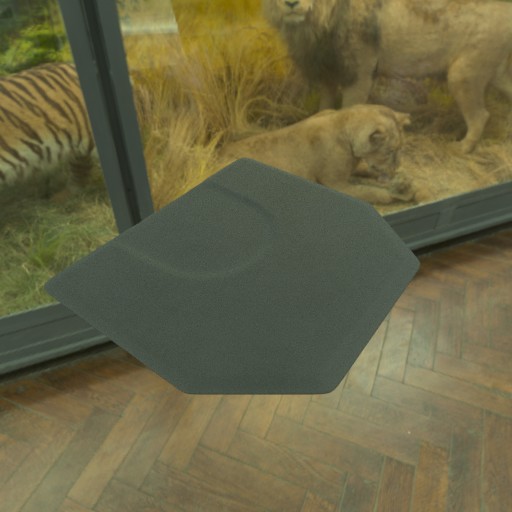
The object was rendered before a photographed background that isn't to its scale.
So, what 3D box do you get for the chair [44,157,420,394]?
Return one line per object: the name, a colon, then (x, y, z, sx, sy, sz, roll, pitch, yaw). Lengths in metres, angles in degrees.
chair: (0.000, 0.000, 1.963, 1.219, 0.024, 1.372, 26, 48, 27)
